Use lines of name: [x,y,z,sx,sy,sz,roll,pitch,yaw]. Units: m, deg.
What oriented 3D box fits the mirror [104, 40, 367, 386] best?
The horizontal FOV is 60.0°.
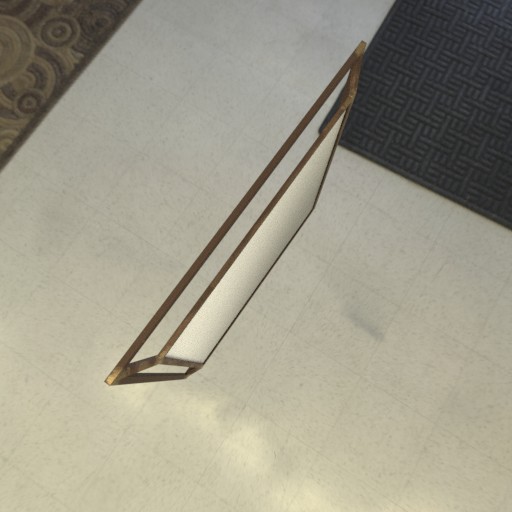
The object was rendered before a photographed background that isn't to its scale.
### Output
mirror: [0.000,0.000,0.904,0.032,0.610,0.610,34,78,8]
